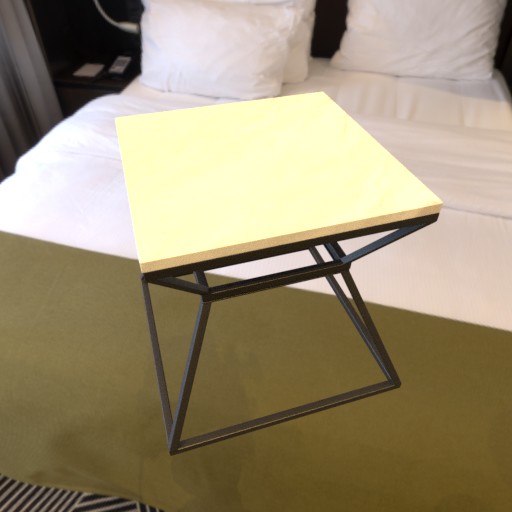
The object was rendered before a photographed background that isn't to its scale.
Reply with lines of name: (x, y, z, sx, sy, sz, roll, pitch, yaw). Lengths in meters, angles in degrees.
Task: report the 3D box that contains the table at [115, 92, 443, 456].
table: (0.000, 0.000, 0.842, 0.455, 0.431, 0.455, -12, 43, -13)
